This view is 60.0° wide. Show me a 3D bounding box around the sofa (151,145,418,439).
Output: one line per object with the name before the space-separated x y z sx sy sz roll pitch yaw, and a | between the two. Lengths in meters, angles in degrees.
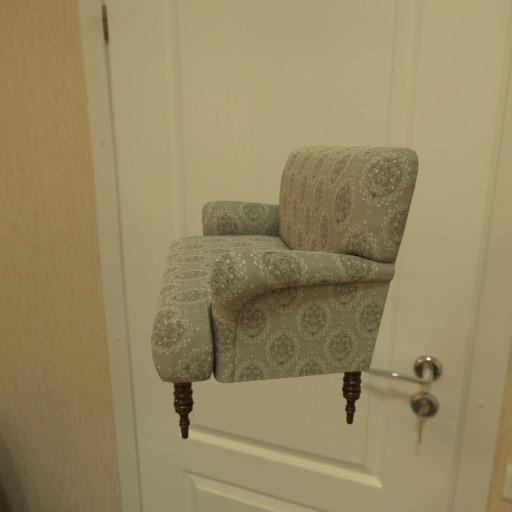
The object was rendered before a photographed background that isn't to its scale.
sofa | 0.000 0.000 1.845 0.779 0.889 1.297 -2 14 -8
